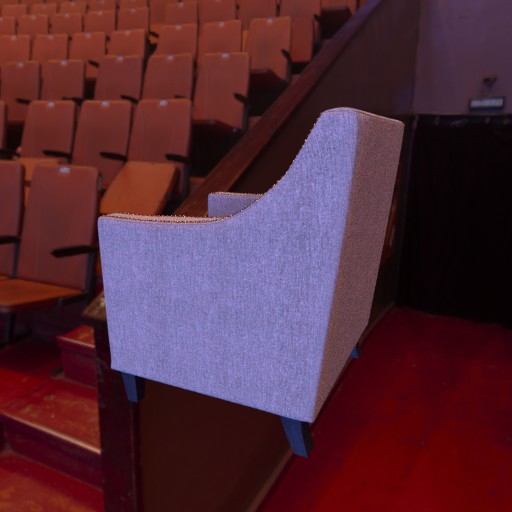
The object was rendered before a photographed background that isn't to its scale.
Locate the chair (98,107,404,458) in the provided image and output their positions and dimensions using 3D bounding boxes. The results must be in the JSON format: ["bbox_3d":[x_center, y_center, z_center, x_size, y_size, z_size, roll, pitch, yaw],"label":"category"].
[{"bbox_3d":[0.000,0.000,1.620,0.884,0.967,0.776,7,16,24],"label":"chair"}]
